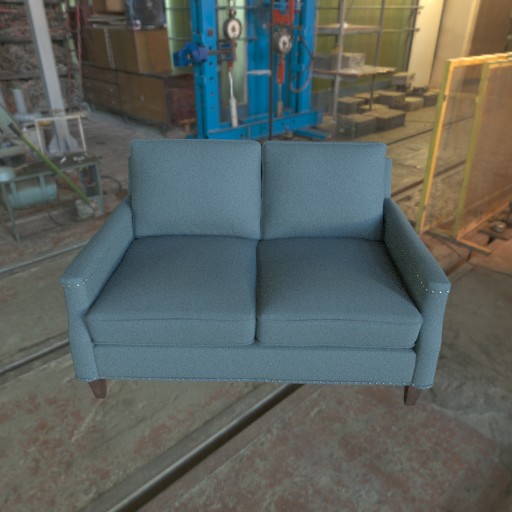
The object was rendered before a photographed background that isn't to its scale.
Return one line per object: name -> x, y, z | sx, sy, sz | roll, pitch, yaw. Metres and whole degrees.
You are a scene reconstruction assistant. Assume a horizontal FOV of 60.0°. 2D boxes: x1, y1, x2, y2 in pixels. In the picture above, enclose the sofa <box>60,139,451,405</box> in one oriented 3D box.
sofa -> 0.000, 0.000, 2.242 | 1.597, 1.003, 1.084 | 1, 29, 1
